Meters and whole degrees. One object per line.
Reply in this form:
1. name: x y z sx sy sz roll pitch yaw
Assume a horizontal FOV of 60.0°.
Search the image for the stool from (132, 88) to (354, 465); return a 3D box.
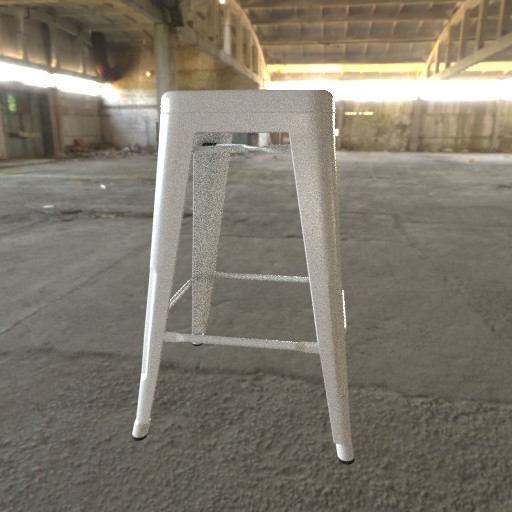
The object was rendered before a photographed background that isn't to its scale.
1. stool: 0.000 0.000 0.896 0.406 0.610 0.406 2 16 9
